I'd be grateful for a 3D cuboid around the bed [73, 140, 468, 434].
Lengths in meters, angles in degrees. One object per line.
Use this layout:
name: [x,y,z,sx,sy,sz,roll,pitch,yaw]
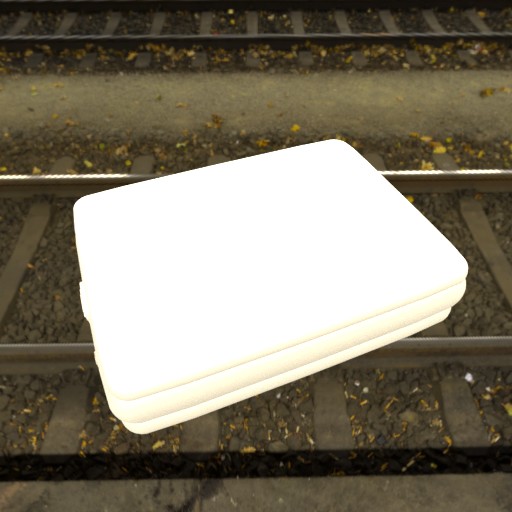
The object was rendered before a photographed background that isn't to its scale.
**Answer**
bed: [0.000,0.000,2.690,2.036,0.460,1.520,-16,48,-15]
